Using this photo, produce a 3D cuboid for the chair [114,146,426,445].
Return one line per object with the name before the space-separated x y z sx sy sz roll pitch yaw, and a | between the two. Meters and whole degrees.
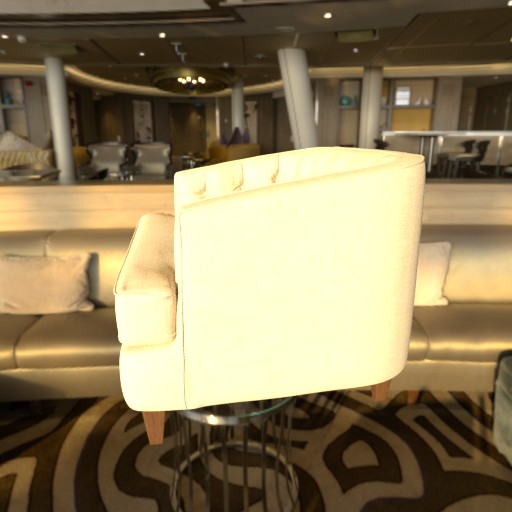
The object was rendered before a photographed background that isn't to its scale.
chair | 0.000 0.000 1.672 0.914 0.787 1.118 -3 16 -10
